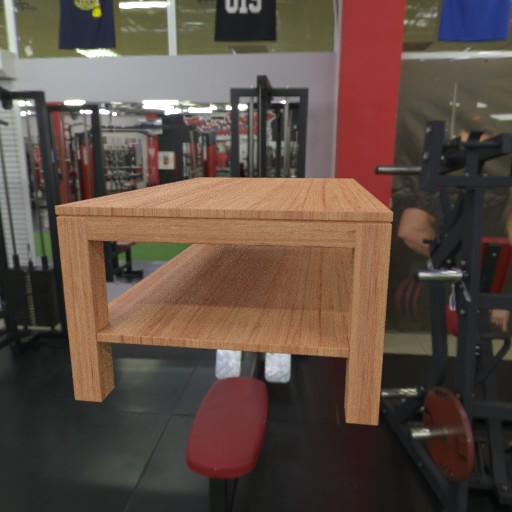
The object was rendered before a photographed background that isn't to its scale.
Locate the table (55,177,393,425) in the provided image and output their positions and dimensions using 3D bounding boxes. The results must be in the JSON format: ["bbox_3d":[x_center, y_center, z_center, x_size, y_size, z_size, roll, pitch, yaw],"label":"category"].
[{"bbox_3d":[0.000,0.000,1.493,0.695,0.457,1.146,2,13,8],"label":"table"}]
